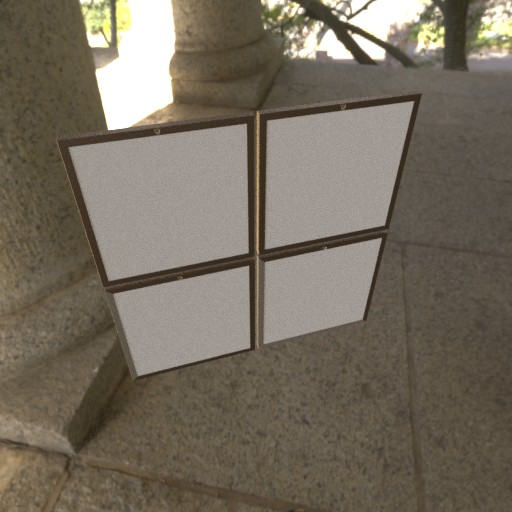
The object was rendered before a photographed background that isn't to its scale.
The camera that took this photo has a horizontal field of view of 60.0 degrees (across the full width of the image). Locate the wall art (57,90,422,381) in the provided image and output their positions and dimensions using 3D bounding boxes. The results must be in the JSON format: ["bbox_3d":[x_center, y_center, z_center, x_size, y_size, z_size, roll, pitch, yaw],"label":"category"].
[{"bbox_3d":[0.000,0.000,1.549,1.032,1.032,0.030,-12,42,-13],"label":"wall art"}]
